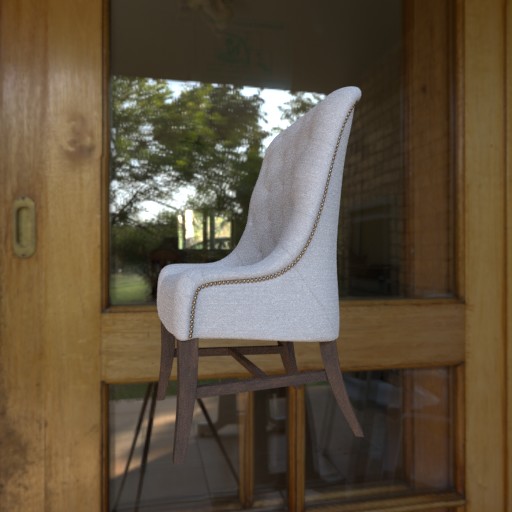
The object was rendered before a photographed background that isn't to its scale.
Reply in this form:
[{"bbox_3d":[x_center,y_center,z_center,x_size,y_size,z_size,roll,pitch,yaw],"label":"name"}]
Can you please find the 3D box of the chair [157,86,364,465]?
[{"bbox_3d":[0.000,0.000,1.517,0.629,1.091,0.634,0,0,-17],"label":"chair"}]
